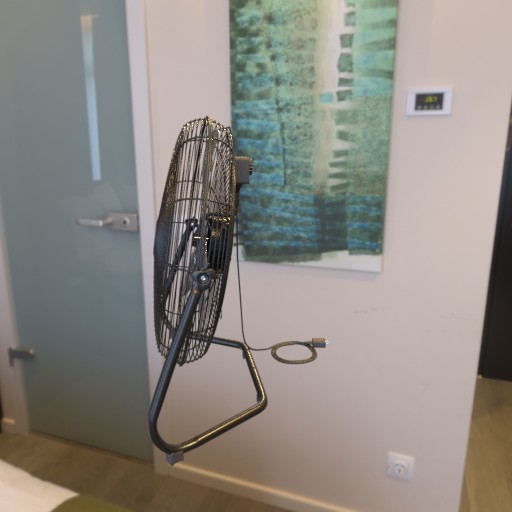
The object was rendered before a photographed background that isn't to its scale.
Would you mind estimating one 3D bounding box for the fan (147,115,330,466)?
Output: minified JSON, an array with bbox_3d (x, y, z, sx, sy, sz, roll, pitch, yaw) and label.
[{"bbox_3d":[0.000,0.000,1.005,0.470,0.605,0.595,-2,14,-10],"label":"fan"}]
